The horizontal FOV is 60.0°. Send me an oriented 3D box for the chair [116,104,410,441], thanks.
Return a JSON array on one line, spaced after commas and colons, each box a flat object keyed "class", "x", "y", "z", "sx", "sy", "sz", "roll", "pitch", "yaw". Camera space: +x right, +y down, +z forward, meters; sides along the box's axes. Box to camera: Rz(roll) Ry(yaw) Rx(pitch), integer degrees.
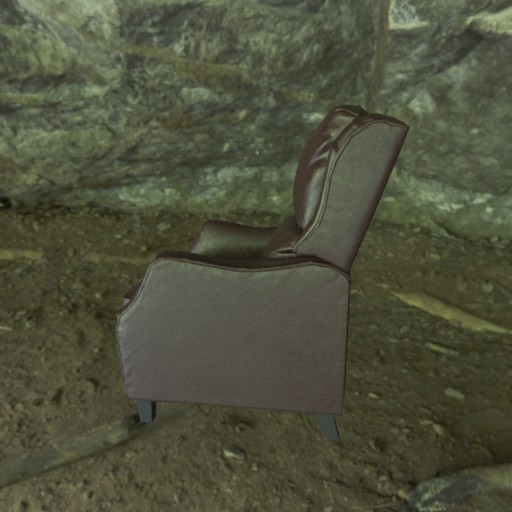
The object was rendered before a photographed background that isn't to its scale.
[{"class": "chair", "x": 0.000, "y": 0.000, "z": 1.788, "sx": 0.982, "sy": 1.132, "sz": 0.770, "roll": 2, "pitch": 14, "yaw": 7}]
